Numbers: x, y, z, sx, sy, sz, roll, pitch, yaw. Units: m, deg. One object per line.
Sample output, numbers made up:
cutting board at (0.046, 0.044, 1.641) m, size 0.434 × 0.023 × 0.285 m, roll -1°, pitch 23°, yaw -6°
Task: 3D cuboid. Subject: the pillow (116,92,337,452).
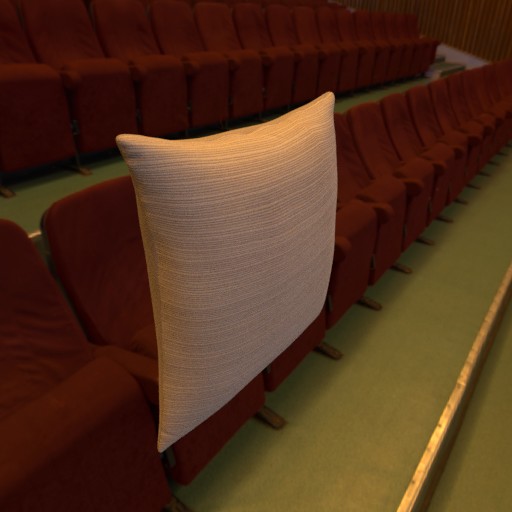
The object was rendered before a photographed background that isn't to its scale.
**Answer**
pillow at (0.000, 0.000, 0.770) m, size 0.204 × 0.497 × 0.512 m, roll 18°, pitch 32°, yaw 31°
